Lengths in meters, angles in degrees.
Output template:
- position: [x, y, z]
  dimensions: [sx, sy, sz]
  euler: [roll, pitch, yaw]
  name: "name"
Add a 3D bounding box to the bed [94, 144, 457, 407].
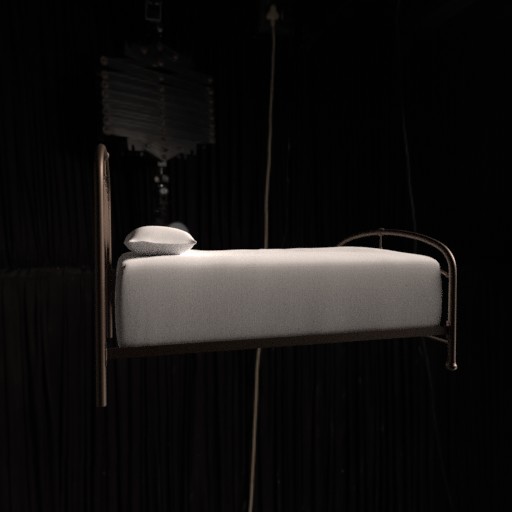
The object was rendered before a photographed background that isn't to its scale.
- position: [0.000, 0.000, 3.292]
  dimensions: [2.180, 1.425, 1.711]
  euler: [-1, 2, -17]
  name: "bed"
